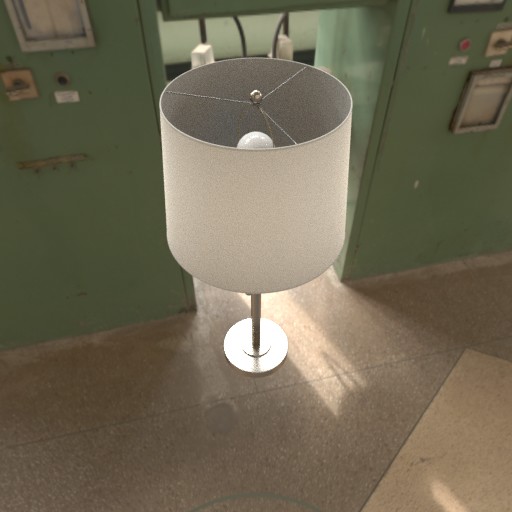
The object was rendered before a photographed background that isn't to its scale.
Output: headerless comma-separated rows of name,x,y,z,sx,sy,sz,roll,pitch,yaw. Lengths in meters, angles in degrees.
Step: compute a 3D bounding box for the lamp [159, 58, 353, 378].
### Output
lamp,0.000,0.000,0.896,0.333,0.696,0.333,0,46,0
